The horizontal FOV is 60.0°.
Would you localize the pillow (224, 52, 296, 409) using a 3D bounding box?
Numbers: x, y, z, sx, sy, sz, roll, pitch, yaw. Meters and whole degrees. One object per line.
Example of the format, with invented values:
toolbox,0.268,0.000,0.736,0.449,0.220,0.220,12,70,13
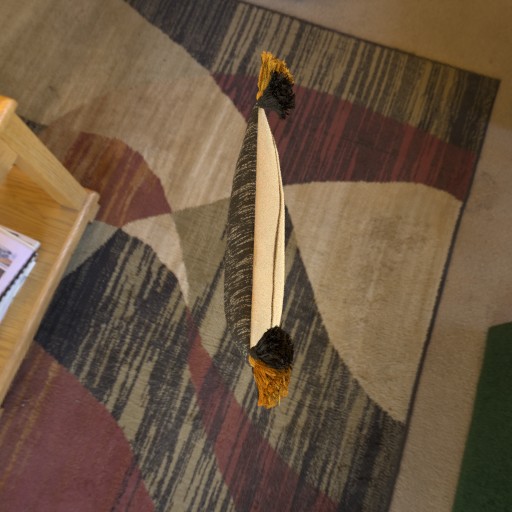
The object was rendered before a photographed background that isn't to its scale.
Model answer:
pillow,0.000,0.000,1.005,0.139,0.659,0.654,2,75,0
